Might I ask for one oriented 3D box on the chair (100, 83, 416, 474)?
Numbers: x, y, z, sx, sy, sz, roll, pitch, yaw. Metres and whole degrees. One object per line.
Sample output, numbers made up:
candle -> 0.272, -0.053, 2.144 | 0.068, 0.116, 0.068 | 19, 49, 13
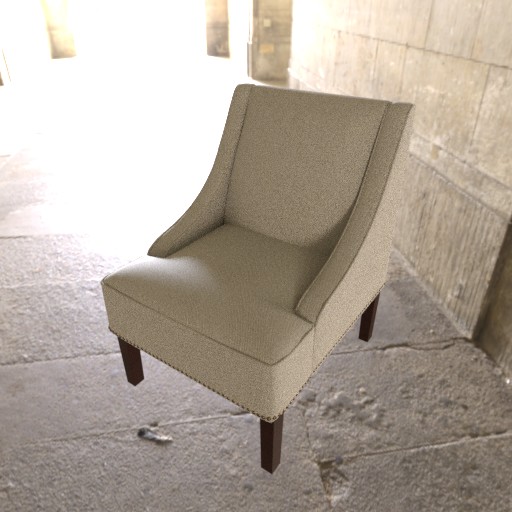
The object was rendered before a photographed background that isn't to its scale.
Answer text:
chair -> 0.000, 0.000, 1.378 | 0.628, 0.872, 0.748 | 20, 36, 30
